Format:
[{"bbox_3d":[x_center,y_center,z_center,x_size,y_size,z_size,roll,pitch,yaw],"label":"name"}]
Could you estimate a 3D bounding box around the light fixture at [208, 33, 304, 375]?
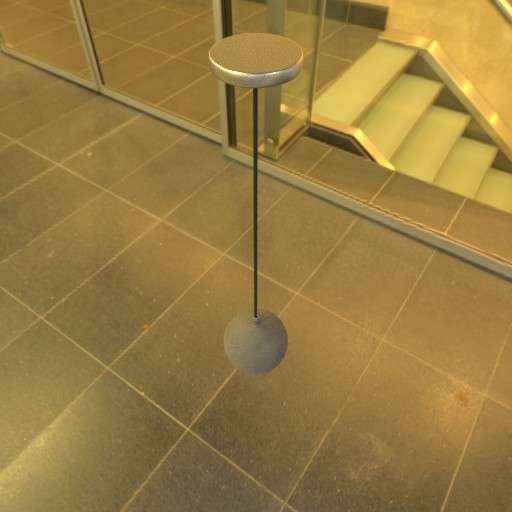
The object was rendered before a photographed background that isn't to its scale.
[{"bbox_3d":[0.000,0.000,0.835,0.153,0.760,0.153,12,49,10],"label":"light fixture"}]
